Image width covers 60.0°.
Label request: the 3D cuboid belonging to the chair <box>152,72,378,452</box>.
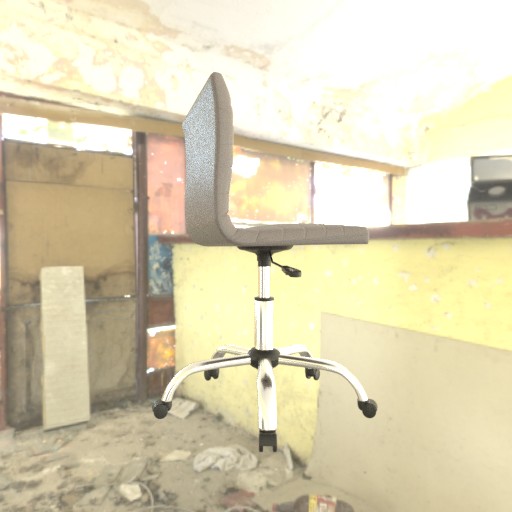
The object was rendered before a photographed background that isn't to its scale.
[{"bbox_3d":[0.000,0.000,1.150,0.530,0.780,0.556,0,1,-18],"label":"chair"}]
